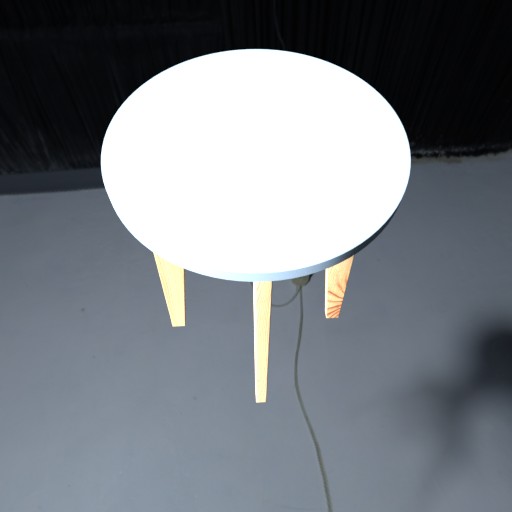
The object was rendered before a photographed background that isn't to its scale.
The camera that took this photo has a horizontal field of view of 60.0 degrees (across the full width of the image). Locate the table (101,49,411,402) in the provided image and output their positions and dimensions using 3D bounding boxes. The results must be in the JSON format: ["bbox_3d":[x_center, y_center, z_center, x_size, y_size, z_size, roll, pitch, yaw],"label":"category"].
[{"bbox_3d":[0.000,0.000,0.721,0.350,0.500,0.350,0,58,0],"label":"table"}]
